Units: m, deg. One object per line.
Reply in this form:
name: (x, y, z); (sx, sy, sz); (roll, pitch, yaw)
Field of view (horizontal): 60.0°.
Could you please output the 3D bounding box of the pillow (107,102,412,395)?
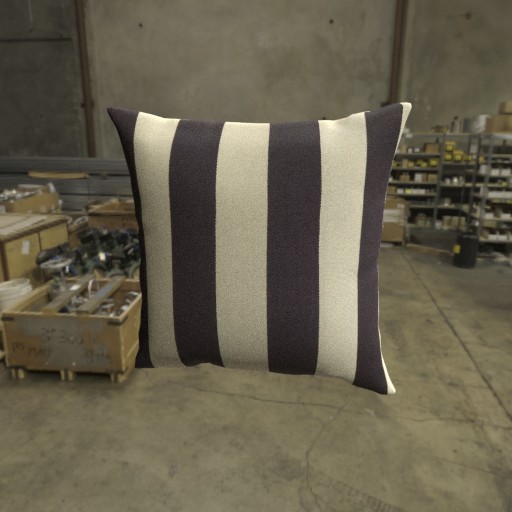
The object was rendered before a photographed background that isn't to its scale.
pillow: (0.000, 0.000, 0.809); (0.536, 0.526, 0.189); (2, 15, 8)
